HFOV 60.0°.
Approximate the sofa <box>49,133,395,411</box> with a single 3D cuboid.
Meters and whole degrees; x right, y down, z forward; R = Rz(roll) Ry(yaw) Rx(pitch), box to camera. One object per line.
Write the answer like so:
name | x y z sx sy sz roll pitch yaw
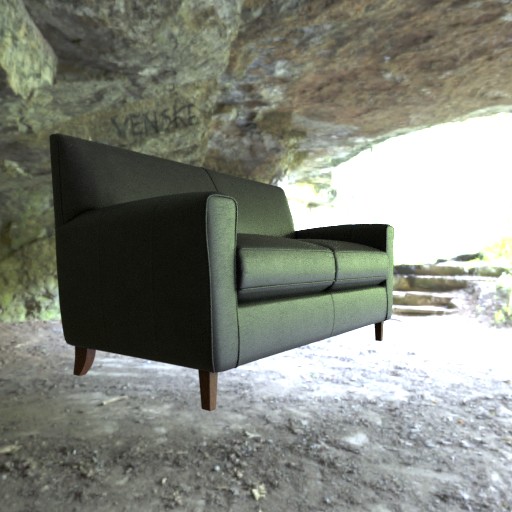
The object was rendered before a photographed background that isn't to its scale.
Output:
sofa | 0.000 0.000 1.957 0.787 0.871 1.473 0 -1 36
